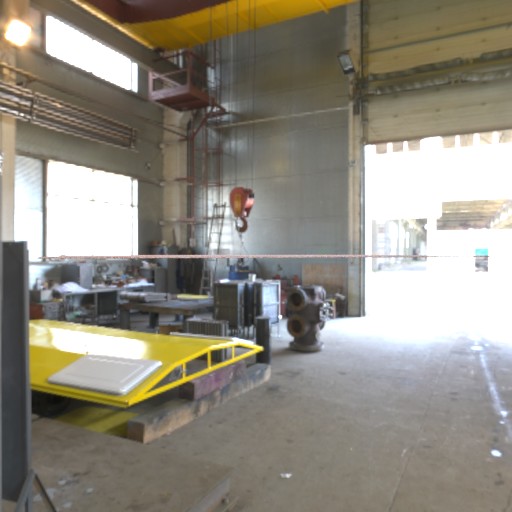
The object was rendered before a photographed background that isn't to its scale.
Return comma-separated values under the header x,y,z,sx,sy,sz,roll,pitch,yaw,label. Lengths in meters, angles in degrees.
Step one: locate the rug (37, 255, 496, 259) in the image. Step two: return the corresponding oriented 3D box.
x,y,z,sx,sy,sz,roll,pitch,yaw,label
0.000,0.000,2.248,1.829,0.005,1.219,0,0,-18,rug
